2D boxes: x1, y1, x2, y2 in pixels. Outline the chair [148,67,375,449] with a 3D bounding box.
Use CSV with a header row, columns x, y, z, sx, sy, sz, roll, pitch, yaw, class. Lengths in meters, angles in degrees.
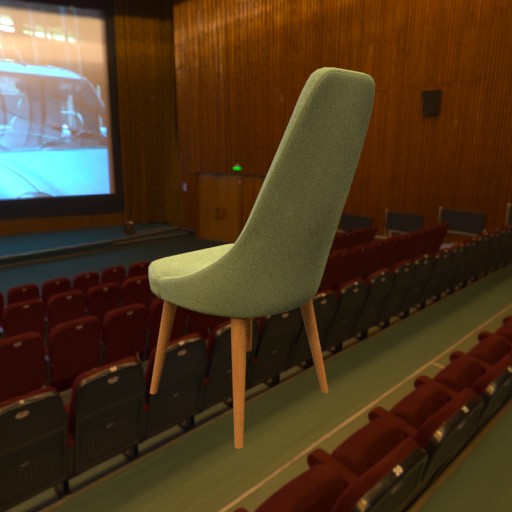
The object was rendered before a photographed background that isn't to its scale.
x,y,z,sx,sy,sz,roll,pitch,yaw,class
0.000,0.000,1.411,0.510,1.040,0.660,-14,20,-43,chair
